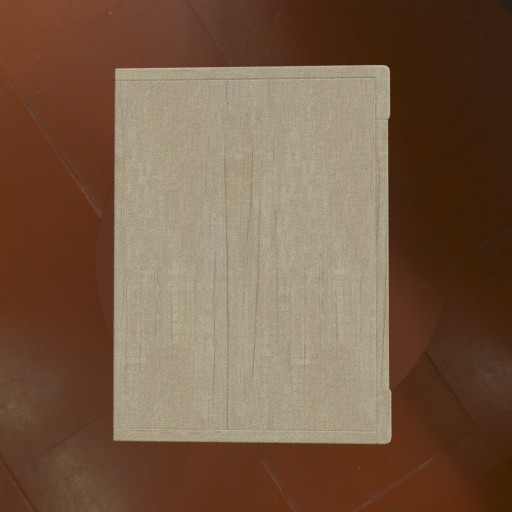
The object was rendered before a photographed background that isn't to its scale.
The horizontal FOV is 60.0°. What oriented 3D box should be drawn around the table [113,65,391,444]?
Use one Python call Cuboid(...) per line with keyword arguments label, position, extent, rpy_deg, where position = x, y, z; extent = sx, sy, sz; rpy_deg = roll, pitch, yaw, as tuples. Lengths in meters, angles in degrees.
Cuboid(label="table", position=(0.000, 0.000, 0.926), extent=(0.420, 0.510, 0.570), rpy_deg=(0, 89, 2))
